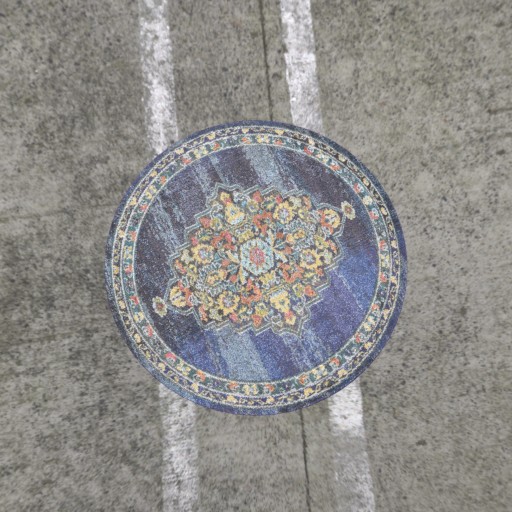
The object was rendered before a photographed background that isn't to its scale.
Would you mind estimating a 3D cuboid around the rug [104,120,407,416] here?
[{"bbox_3d":[0.000,0.000,2.335,1.591,0.010,1.591,0,76,0],"label":"rug"}]
